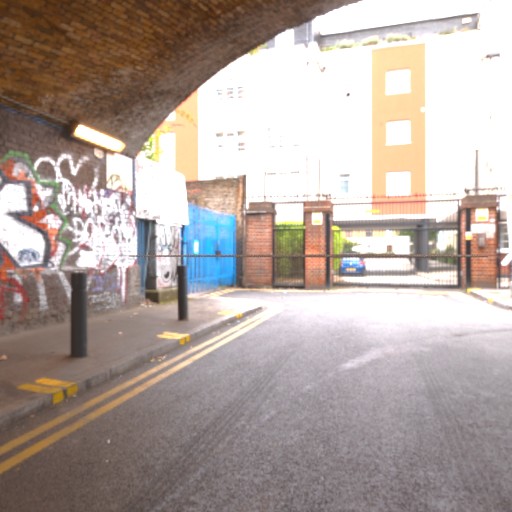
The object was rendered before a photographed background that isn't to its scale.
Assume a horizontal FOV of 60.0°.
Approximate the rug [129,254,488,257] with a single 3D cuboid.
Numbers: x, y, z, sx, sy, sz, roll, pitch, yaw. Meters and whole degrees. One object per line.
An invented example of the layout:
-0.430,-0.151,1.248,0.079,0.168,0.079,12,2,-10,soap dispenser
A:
0.000,0.000,2.424,0.662,0.011,2.196,0,0,-35,rug
